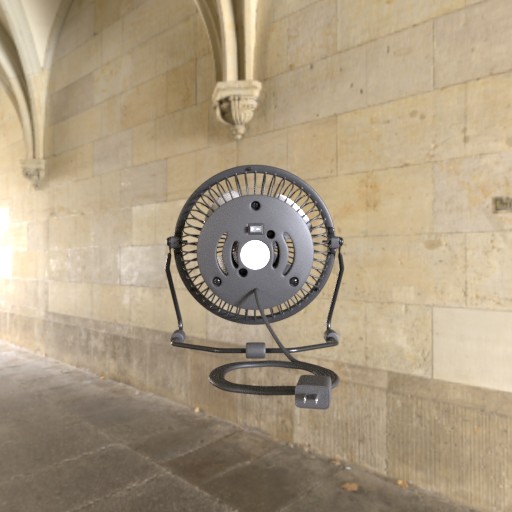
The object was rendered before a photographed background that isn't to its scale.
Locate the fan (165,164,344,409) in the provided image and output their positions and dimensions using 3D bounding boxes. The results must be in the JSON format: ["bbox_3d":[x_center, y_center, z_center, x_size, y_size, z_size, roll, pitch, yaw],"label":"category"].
[{"bbox_3d":[0.000,0.000,0.309,0.153,0.152,0.202,0,-1,-1],"label":"fan"}]
